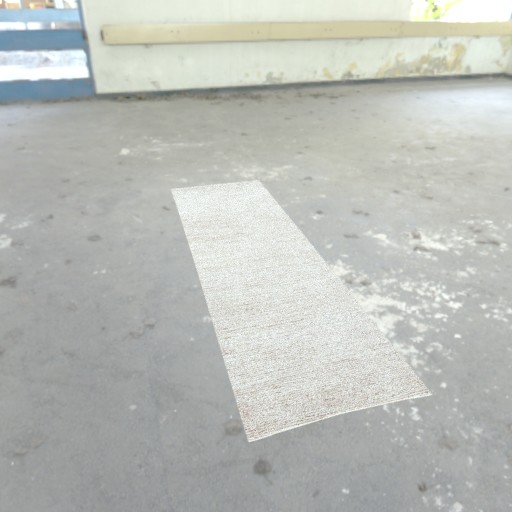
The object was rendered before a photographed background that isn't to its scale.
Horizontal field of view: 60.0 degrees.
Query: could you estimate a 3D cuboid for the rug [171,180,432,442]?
[{"bbox_3d":[0.000,0.000,2.528,0.712,0.013,2.346,-8,31,-13],"label":"rug"}]
